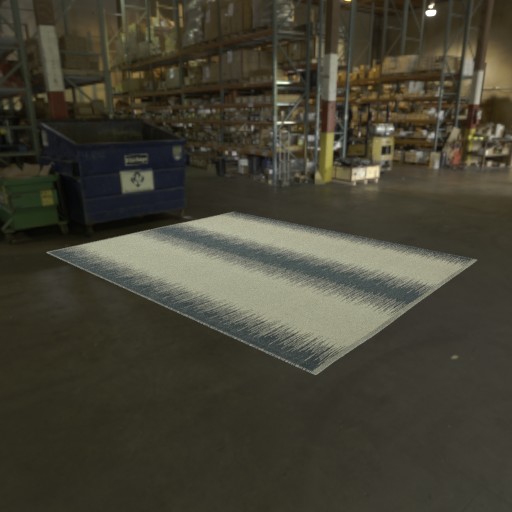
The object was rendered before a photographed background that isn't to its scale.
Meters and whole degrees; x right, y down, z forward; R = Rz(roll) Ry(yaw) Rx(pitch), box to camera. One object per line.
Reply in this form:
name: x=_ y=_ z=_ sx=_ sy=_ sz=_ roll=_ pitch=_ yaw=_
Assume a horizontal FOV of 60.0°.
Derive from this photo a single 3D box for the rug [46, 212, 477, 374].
rug: x=0.000 y=0.000 z=3.990 sx=3.037 sy=0.004 sz=2.453 roll=15 pitch=23 yaw=40
